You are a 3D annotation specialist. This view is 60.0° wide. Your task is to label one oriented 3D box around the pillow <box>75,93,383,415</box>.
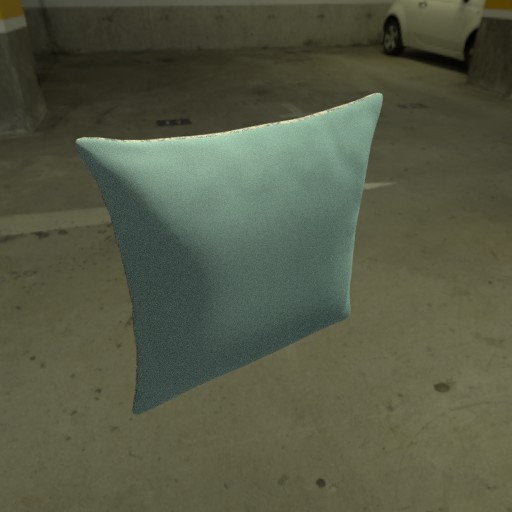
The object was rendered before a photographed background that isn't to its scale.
[{"bbox_3d":[0.000,0.000,0.791,0.526,0.507,0.166,-18,36,-28],"label":"pillow"}]
